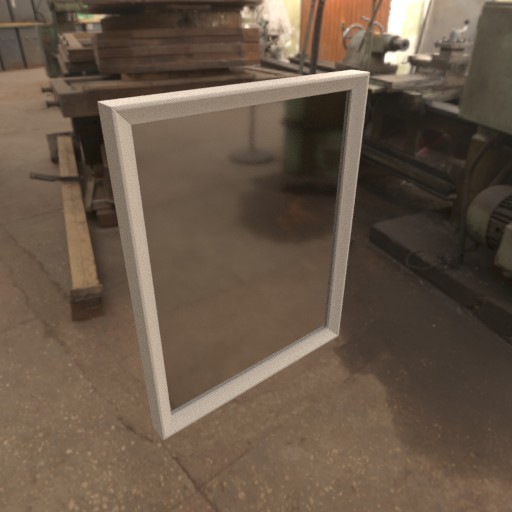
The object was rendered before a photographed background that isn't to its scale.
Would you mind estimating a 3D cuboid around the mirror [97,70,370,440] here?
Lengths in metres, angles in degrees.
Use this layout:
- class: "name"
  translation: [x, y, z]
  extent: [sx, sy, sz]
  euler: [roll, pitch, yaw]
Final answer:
- class: "mirror"
  translation: [0.000, 0.000, 0.695]
  extent: [0.406, 0.509, 0.041]
  euler: [-22, 36, -33]
